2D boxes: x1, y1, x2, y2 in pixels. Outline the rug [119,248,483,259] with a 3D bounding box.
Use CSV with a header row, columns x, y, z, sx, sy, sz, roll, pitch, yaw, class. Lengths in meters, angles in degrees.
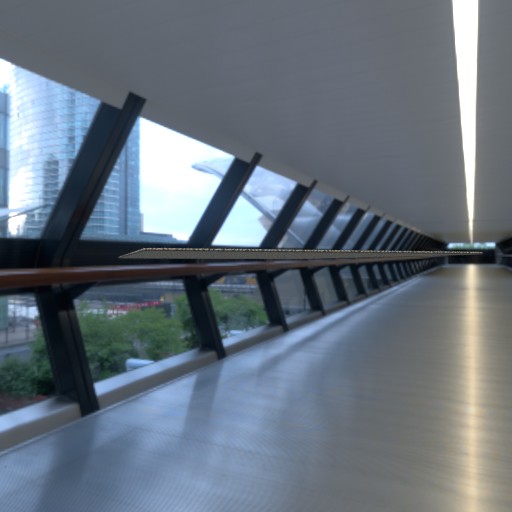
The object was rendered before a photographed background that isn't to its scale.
x,y,z,sx,sy,sz,roll,pitch,yaw,class
0.000,0.000,4.336,2.439,0.014,3.207,0,-1,-20,rug
